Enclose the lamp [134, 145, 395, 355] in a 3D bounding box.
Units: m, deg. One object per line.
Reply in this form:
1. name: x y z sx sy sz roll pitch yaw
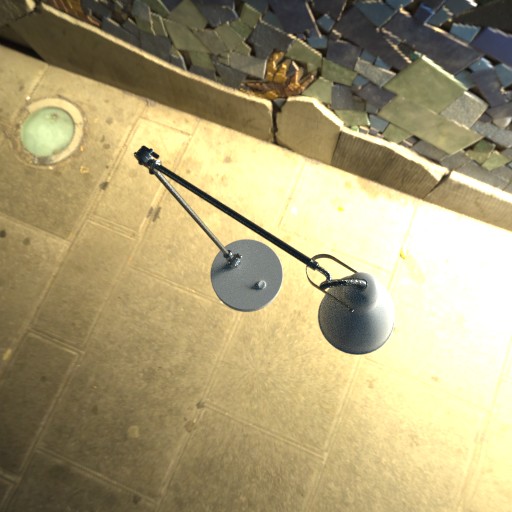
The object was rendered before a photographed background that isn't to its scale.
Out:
1. lamp: 0.000 0.000 0.886 0.561 0.587 0.187 37 78 9
